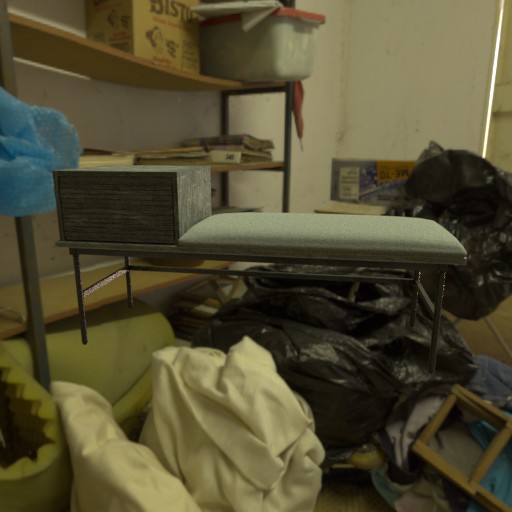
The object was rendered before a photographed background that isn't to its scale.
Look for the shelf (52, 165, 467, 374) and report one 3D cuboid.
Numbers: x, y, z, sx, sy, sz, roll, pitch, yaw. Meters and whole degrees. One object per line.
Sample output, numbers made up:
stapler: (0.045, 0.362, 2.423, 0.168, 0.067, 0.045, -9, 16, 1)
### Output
shelf: (0.000, 0.000, 1.645, 1.342, 0.633, 0.457, 2, 14, 10)
